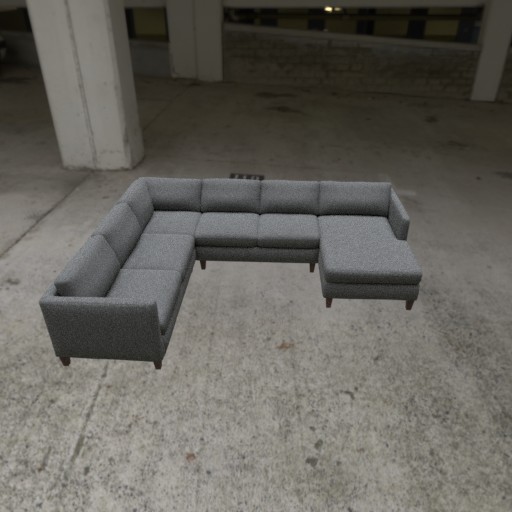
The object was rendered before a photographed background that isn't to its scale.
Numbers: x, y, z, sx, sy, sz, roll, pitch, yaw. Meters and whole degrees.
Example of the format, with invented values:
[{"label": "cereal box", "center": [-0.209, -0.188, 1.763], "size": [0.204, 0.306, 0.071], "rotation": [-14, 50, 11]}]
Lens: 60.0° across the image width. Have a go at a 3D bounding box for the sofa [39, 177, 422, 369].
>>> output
[{"label": "sofa", "center": [0.000, 0.000, 4.513], "size": [3.238, 0.853, 2.551], "rotation": [1, 30, 2]}]
